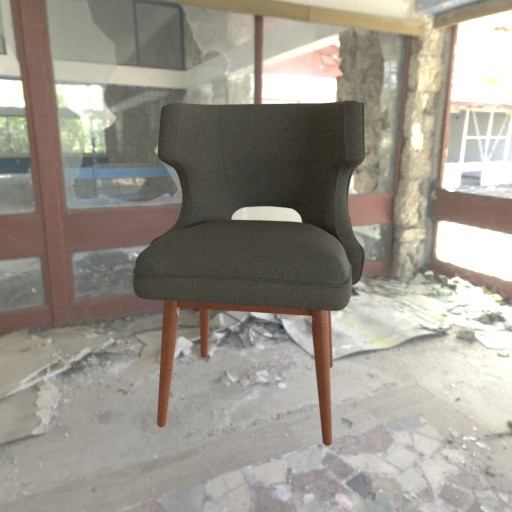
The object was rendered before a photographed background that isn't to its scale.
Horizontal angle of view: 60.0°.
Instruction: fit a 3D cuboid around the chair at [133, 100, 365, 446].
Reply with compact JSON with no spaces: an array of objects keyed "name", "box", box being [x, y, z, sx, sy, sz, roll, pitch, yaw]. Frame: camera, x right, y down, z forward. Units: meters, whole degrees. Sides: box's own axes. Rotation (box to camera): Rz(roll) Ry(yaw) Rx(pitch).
[{"name":"chair","box":[0.000,0.000,1.261,0.595,0.863,0.581,2,14,10]}]
